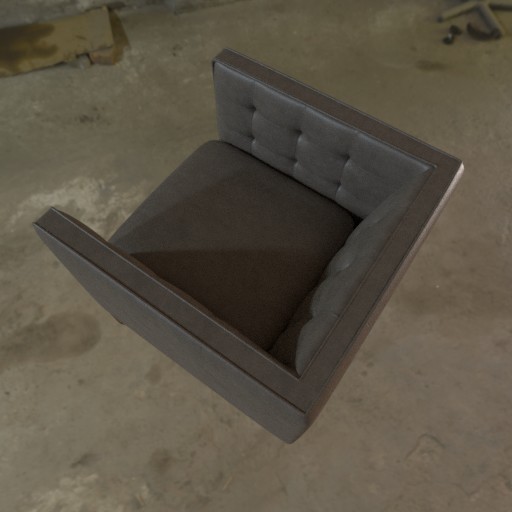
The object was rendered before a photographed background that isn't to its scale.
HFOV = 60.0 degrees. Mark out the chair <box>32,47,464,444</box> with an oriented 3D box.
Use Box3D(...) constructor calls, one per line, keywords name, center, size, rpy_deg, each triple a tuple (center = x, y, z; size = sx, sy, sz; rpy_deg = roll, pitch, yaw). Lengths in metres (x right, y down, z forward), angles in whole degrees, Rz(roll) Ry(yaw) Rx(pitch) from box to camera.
Box3D(name="chair", center=(0.000, 0.000, 1.549), size=(0.894, 0.790, 0.880), rpy_deg=(32, 67, 15))
